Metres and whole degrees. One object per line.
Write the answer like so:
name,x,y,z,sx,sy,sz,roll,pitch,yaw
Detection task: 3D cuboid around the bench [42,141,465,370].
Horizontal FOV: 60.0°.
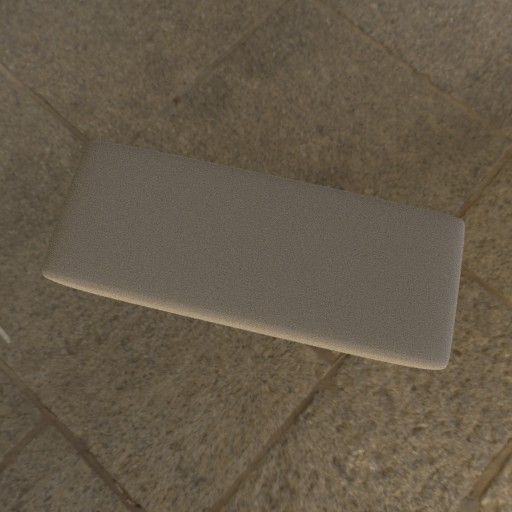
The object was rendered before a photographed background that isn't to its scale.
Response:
bench,0.000,0.000,1.919,1.609,0.393,0.646,13,76,3
